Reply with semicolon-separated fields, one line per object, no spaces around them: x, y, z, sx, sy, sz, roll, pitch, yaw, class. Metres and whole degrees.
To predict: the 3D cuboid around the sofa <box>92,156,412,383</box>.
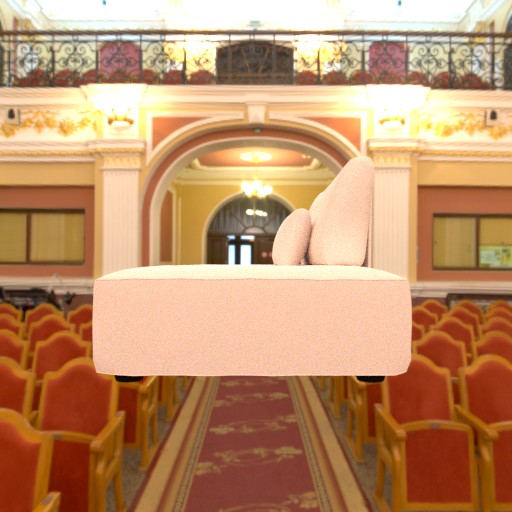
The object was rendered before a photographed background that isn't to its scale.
0.000;0.000;2.086;1.000;0.820;1.450;0;-1;0;sofa
